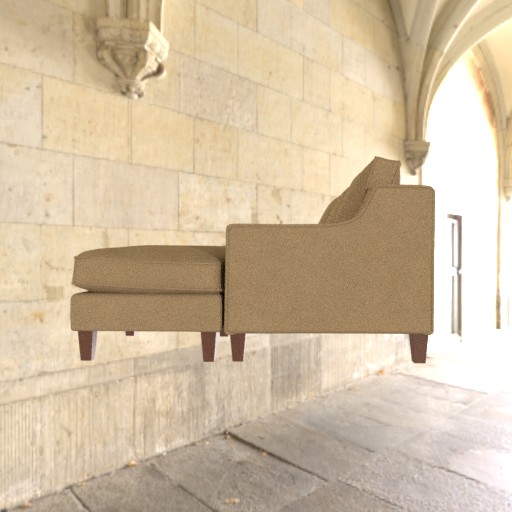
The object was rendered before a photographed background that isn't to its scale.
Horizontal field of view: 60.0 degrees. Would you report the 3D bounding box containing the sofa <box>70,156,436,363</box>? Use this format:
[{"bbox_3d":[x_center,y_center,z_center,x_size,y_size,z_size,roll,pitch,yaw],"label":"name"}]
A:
[{"bbox_3d":[0.000,0.000,3.336,1.858,1.066,2.317,0,0,2],"label":"sofa"}]
